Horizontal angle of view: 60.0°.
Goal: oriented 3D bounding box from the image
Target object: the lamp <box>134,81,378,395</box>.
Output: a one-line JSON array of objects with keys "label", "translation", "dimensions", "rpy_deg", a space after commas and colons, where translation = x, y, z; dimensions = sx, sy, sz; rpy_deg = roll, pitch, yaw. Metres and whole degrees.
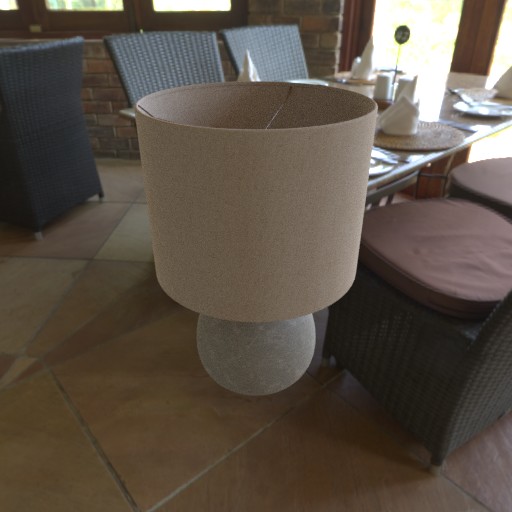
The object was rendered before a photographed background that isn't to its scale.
[{"label": "lamp", "translation": [0.000, 0.000, 0.604], "dimensions": [0.269, 0.409, 0.269], "rpy_deg": [-21, 36, -32]}]
